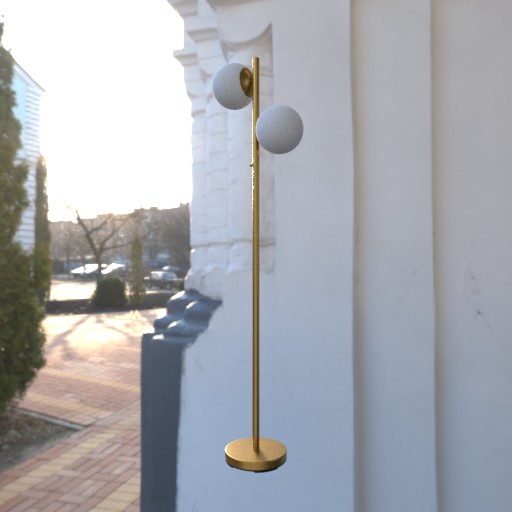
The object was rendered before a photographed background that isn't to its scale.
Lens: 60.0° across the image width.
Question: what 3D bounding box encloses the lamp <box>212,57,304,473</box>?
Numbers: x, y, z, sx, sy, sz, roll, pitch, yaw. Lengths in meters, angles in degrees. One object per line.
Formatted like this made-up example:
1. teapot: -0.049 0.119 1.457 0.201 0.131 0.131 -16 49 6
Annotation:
1. lamp: 0.000 0.000 1.812 0.419 1.641 0.249 -1 -2 35
